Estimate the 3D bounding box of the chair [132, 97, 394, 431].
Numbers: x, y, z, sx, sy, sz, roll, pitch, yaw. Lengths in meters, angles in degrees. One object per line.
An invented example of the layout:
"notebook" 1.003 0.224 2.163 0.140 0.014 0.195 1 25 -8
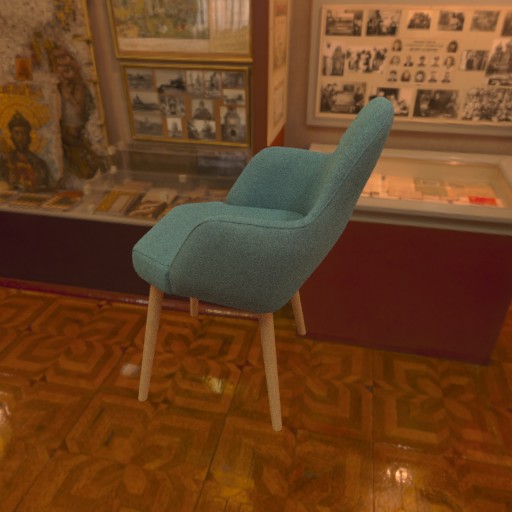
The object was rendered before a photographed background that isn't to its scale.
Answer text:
"chair" 0.000 0.000 1.322 0.666 0.920 0.589 8 31 13
